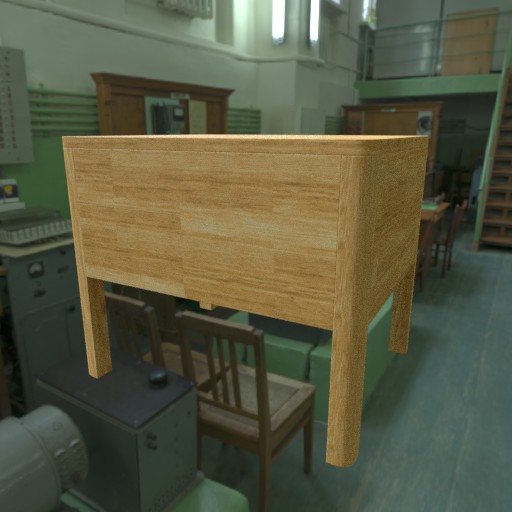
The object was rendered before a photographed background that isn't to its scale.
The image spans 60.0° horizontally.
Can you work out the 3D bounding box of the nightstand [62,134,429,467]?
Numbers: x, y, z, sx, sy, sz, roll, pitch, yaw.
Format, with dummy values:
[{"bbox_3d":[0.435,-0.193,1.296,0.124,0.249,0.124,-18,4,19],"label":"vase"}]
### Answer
[{"bbox_3d":[0.000,0.000,0.900,0.560,0.470,0.440,9,18,28],"label":"nightstand"}]
